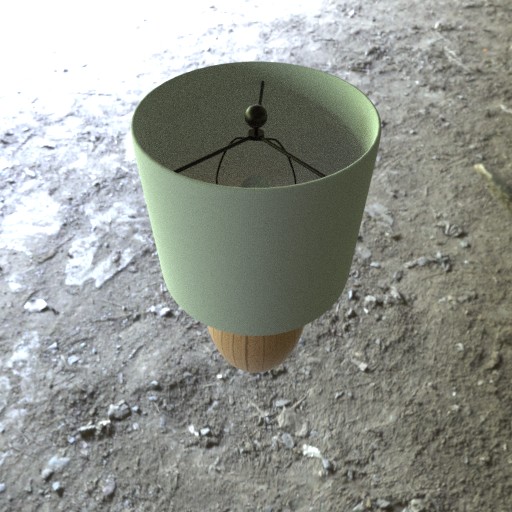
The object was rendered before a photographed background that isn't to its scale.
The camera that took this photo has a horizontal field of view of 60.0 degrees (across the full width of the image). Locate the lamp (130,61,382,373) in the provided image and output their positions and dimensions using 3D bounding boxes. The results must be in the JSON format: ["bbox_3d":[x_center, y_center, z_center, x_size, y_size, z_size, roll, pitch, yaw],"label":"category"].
[{"bbox_3d":[0.000,0.000,0.785,0.329,0.570,0.329,0,47,0],"label":"lamp"}]
